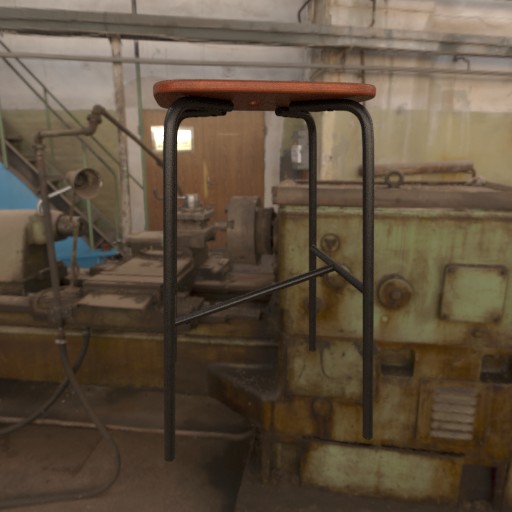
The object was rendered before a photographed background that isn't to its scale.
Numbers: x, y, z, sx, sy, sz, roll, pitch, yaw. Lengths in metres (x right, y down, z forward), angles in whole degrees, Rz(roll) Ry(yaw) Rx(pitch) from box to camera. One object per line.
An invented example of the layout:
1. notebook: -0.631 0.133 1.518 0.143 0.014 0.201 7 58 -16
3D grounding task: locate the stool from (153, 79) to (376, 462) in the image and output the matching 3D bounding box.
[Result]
1. stool: 0.000 0.000 0.883 0.376 0.610 0.376 -2 14 -9
